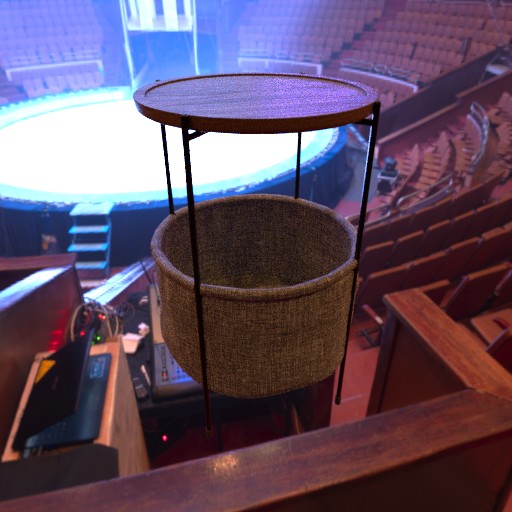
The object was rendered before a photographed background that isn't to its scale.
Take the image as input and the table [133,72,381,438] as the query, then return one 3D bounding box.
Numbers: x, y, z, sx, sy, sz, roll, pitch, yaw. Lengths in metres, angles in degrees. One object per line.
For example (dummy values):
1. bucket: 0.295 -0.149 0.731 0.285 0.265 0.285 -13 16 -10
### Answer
1. table: 0.000 0.000 0.871 0.400 0.623 0.400 -9 32 -15
